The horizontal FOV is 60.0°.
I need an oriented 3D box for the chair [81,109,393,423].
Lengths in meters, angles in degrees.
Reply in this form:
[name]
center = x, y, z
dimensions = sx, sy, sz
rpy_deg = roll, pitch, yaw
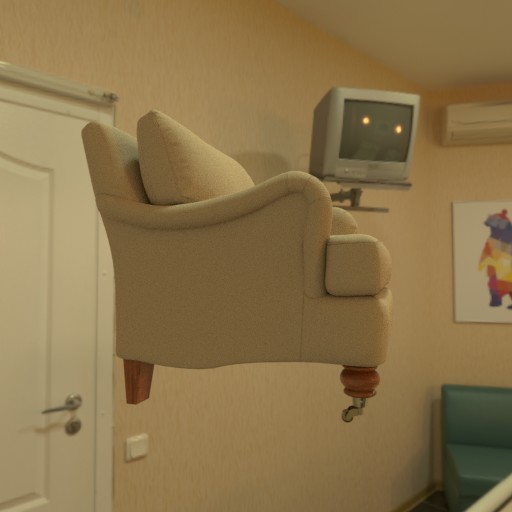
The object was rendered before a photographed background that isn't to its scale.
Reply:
[chair]
center = 0.000, 0.000, 1.834
dimensions = 1.070, 1.038, 0.955
rpy_deg = -1, -2, 18
